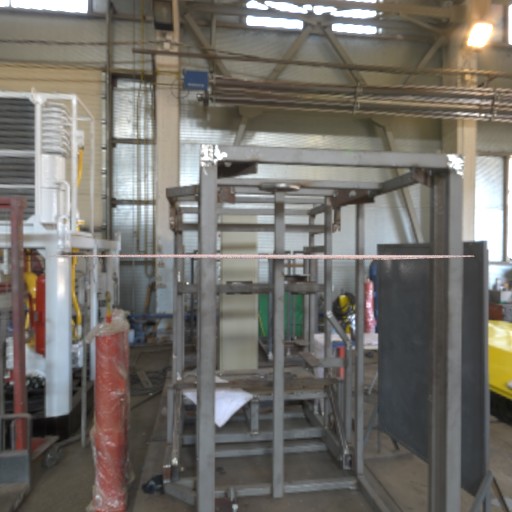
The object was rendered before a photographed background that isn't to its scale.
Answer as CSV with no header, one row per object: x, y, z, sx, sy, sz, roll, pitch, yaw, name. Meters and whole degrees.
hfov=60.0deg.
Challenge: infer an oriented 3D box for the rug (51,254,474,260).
0.000,0.000,2.289,1.829,0.005,1.219,0,1,37,rug
